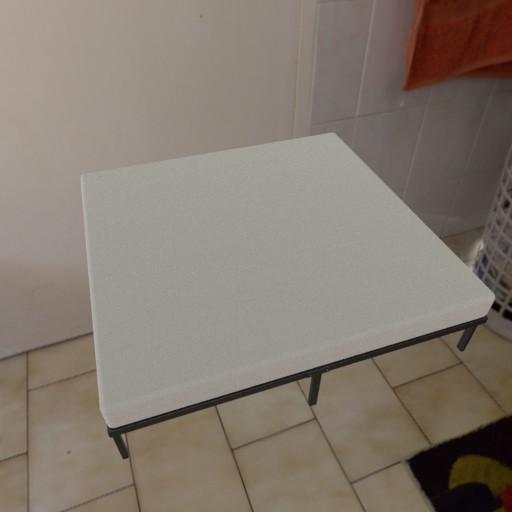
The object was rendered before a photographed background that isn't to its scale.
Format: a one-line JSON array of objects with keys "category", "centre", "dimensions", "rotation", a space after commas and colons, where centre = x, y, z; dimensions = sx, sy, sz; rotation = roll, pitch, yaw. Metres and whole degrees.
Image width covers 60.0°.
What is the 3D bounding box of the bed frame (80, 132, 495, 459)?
[{"category": "bed frame", "centre": [0.000, 0.000, 3.776], "dimensions": [2.635, 0.680, 2.526], "rotation": [-13, 44, -14]}]
